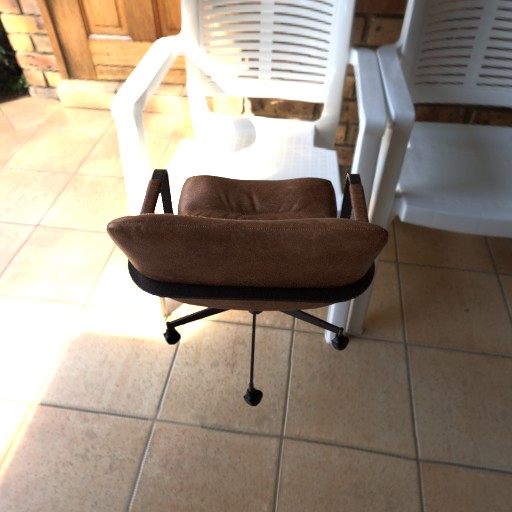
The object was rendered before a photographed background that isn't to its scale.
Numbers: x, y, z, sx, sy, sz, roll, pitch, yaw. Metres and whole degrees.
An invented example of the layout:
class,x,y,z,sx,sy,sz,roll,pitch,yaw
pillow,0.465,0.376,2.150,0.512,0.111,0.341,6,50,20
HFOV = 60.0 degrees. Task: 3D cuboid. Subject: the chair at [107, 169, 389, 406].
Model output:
class,x,y,z,sx,sy,sz,roll,pitch,yaw
chair,0.000,0.000,1.448,0.727,0.922,0.754,2,46,2
